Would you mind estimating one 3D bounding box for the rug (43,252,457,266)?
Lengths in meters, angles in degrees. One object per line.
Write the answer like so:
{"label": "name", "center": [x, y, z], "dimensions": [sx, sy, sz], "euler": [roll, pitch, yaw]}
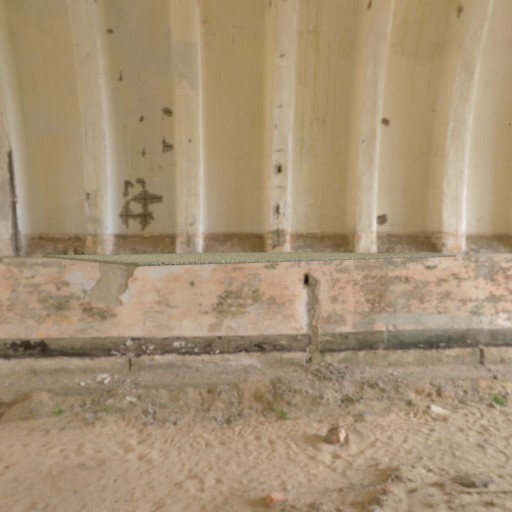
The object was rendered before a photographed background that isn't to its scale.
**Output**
{"label": "rug", "center": [0.000, 0.000, 2.938], "dimensions": [2.283, 0.013, 1.547], "euler": [-1, 2, -38]}
